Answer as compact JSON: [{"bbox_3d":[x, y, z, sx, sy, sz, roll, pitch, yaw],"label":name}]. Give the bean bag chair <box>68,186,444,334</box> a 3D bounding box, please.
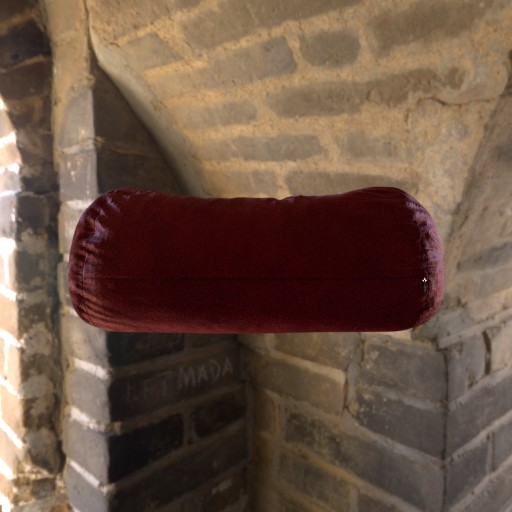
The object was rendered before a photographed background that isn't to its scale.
[{"bbox_3d":[0.000,0.000,2.828,2.293,0.867,1.216,0,1,0],"label":"bean bag chair"}]
